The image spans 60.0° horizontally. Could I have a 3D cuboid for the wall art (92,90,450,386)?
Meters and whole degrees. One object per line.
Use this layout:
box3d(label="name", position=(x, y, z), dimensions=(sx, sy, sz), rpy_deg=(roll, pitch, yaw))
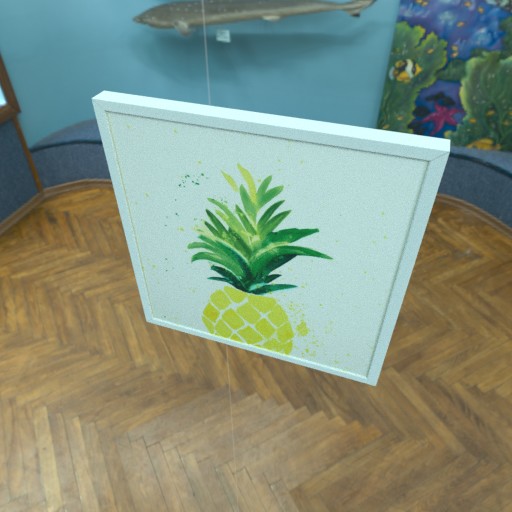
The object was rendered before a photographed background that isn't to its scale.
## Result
box3d(label="wall art", position=(0.000, 0.000, 0.470), dimensions=(0.307, 0.307, 0.020), rpy_deg=(13, 43, 14))
